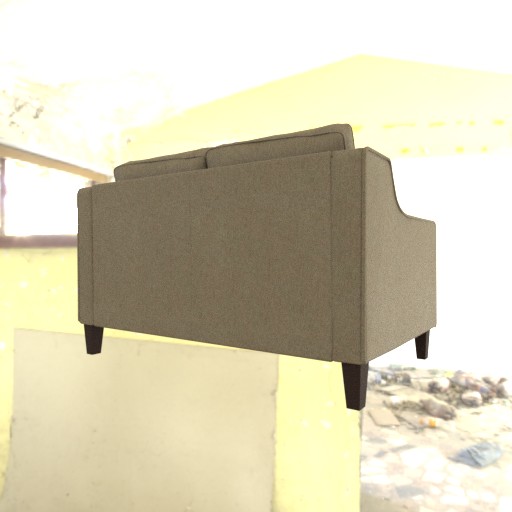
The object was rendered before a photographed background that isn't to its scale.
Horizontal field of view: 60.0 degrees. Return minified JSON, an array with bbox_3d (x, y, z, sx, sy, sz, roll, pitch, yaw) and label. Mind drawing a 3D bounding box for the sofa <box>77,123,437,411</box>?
[{"bbox_3d":[0.000,0.000,2.187,1.503,0.981,0.985,0,0,35],"label":"sofa"}]
